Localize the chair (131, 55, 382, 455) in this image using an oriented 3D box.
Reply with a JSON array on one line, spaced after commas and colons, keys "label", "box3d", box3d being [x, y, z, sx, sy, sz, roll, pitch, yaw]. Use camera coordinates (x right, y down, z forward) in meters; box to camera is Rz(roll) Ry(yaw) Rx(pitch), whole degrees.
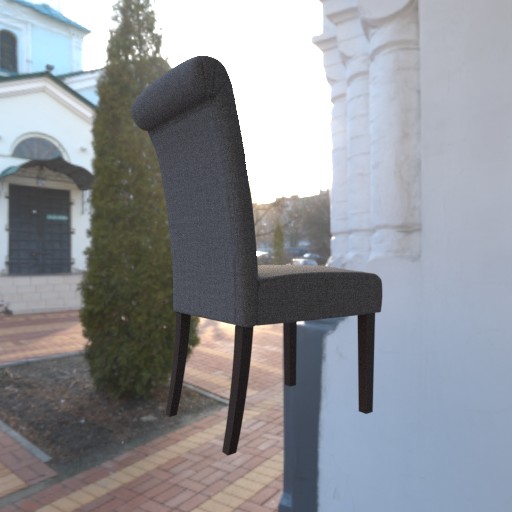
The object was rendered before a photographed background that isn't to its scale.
[{"label": "chair", "box3d": [0.000, 0.000, 1.395, 0.671, 1.006, 0.456, 0, 0, -37]}]
